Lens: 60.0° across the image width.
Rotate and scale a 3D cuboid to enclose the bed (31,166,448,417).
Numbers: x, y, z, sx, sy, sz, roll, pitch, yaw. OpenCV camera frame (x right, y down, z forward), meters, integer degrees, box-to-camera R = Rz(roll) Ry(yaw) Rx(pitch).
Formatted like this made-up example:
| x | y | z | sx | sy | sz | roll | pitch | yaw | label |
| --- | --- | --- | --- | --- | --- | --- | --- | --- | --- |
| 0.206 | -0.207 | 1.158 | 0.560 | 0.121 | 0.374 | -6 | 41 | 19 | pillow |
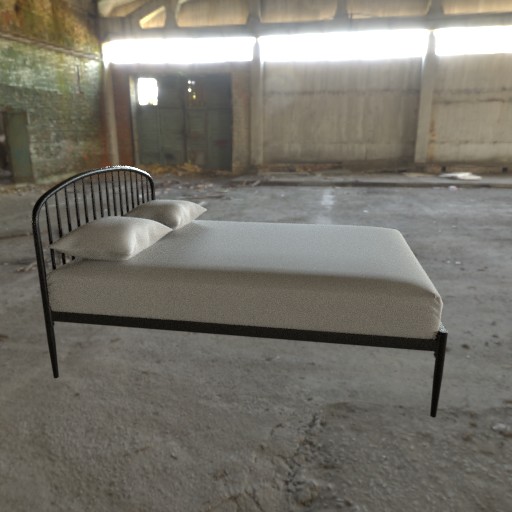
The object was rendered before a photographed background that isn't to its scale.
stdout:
| x | y | z | sx | sy | sz | roll | pitch | yaw | label |
| --- | --- | --- | --- | --- | --- | --- | --- | --- | --- |
| 0.000 | 0.000 | 3.033 | 2.159 | 1.166 | 1.618 | 3 | 16 | 10 | bed |
